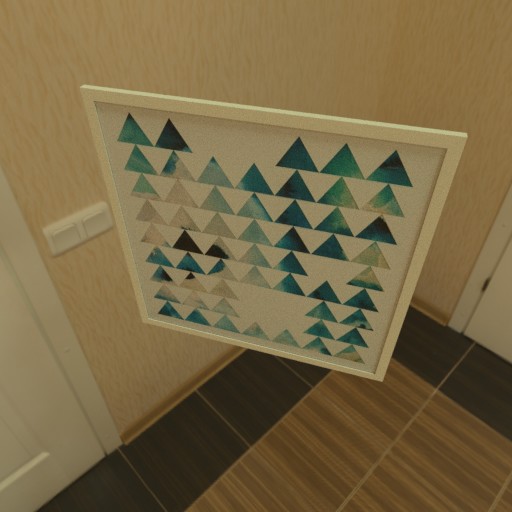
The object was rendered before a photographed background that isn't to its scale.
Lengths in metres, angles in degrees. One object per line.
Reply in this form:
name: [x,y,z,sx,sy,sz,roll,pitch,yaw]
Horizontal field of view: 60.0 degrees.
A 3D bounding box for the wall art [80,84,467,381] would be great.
wall art: [0.000,0.000,0.807,0.557,0.557,0.012,11,43,12]
